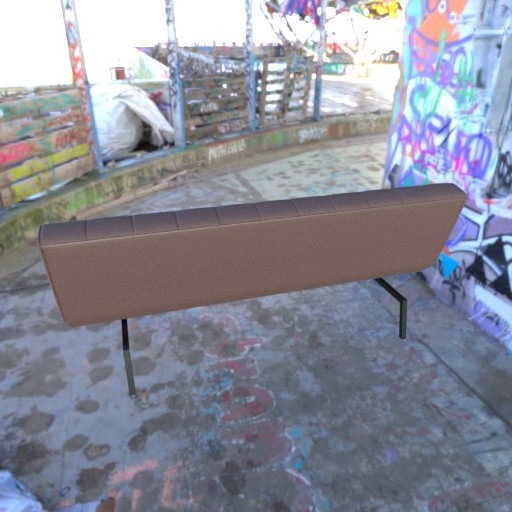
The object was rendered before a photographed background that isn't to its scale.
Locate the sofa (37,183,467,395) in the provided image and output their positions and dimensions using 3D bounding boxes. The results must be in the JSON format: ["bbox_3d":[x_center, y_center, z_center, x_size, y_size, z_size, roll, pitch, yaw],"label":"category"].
[{"bbox_3d":[0.000,0.000,2.096,1.703,0.699,0.747,-8,27,-15],"label":"sofa"}]
